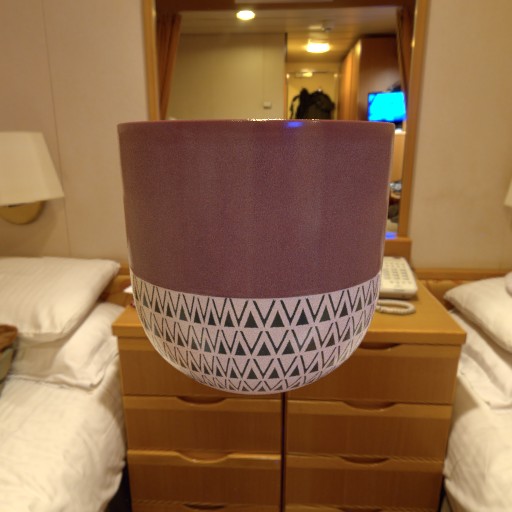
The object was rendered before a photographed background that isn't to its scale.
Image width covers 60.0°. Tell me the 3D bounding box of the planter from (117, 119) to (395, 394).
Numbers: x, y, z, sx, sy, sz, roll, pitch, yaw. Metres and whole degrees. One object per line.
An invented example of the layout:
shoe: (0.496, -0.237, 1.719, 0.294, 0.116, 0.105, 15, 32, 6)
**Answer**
planter: (0.000, 0.000, 0.476, 0.266, 0.270, 0.266, 0, 15, 0)
